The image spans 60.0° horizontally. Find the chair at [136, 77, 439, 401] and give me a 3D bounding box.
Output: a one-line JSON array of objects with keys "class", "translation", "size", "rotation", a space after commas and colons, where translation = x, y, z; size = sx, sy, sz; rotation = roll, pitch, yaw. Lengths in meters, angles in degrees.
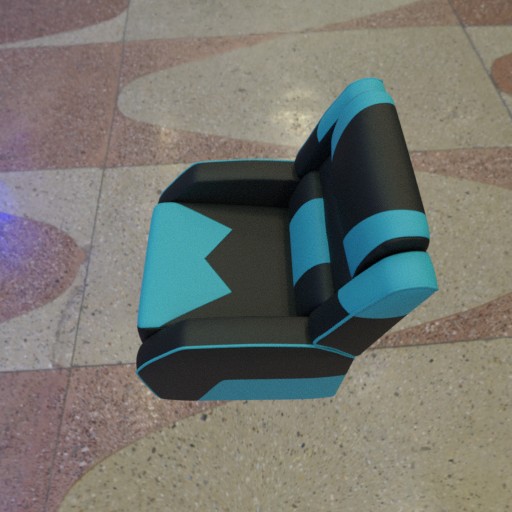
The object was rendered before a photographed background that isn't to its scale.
[{"class": "chair", "translation": [0.000, 0.000, 1.267], "size": [0.672, 0.805, 0.620], "rotation": [-1, 57, 0]}]
